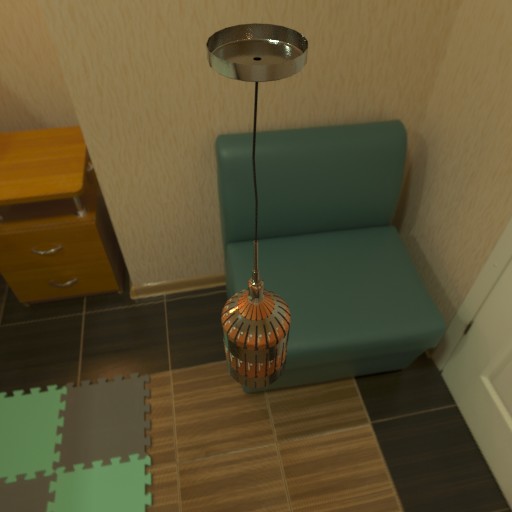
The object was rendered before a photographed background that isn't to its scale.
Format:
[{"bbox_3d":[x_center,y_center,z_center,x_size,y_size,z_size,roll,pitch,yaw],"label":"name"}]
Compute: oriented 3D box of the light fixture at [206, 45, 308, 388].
[{"bbox_3d":[0.000,0.000,1.645,0.303,1.535,0.303,0,47,0],"label":"light fixture"}]
